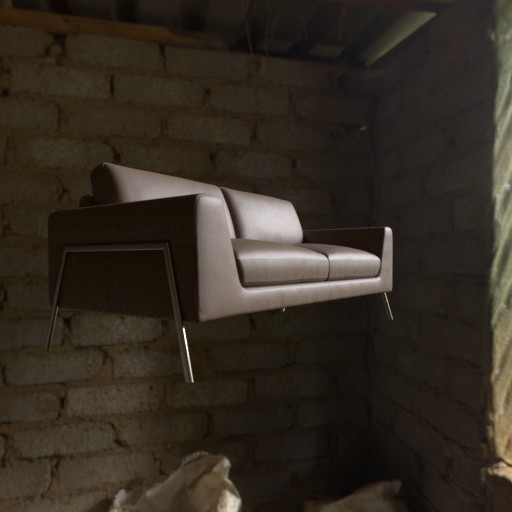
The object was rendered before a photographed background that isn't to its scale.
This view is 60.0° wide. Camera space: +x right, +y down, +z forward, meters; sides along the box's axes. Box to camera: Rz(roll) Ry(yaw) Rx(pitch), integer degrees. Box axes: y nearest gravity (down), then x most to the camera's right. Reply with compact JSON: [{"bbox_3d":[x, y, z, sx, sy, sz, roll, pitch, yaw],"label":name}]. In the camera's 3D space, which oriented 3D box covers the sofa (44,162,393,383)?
[{"bbox_3d":[0.000,0.000,2.567,0.953,0.875,2.017,-1,-1,36],"label":"sofa"}]
